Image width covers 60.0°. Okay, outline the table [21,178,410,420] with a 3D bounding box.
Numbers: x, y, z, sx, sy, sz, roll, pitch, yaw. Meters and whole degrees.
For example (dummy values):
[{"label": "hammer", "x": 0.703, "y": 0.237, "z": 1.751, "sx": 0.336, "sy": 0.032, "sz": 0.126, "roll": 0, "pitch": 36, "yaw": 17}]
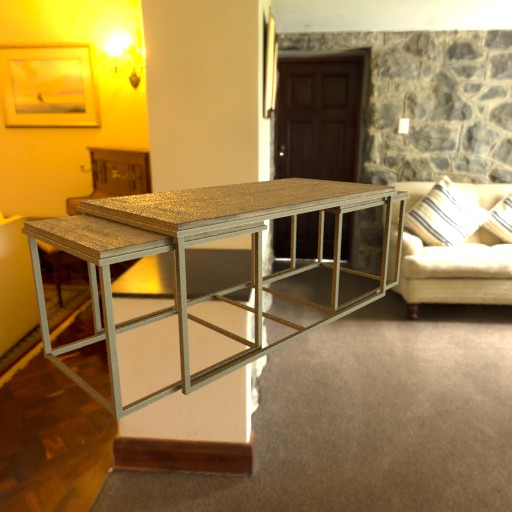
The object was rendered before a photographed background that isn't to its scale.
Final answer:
[{"label": "table", "x": 0.000, "y": 0.000, "z": 1.506, "sx": 0.489, "sy": 0.427, "sz": 1.312, "roll": 15, "pitch": 21, "yaw": 43}]
